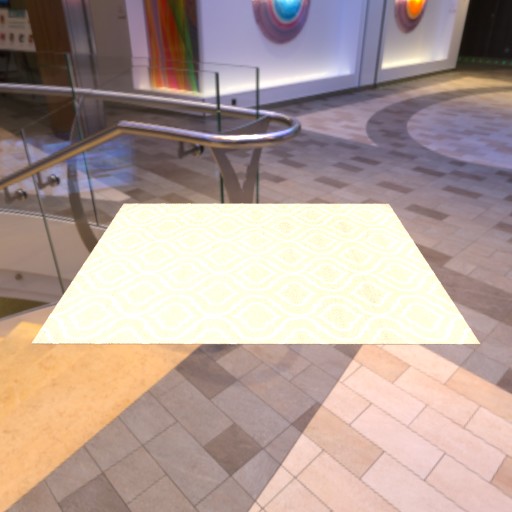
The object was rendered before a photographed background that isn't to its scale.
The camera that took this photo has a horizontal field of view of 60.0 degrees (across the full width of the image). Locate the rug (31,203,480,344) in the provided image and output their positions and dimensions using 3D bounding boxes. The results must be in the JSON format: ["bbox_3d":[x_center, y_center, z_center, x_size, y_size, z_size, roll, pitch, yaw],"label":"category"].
[{"bbox_3d":[0.000,0.000,3.847,2.892,0.006,2.283,0,30,0],"label":"rug"}]
